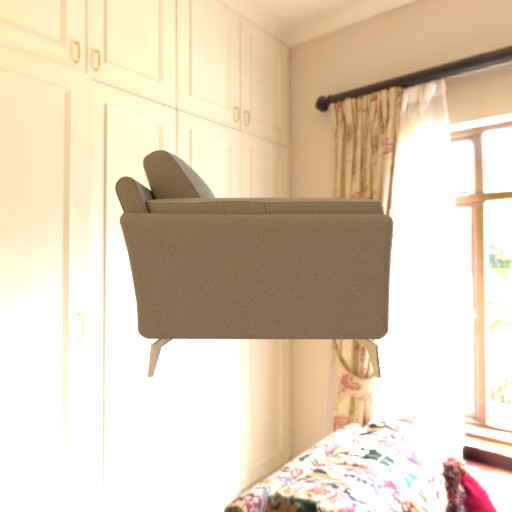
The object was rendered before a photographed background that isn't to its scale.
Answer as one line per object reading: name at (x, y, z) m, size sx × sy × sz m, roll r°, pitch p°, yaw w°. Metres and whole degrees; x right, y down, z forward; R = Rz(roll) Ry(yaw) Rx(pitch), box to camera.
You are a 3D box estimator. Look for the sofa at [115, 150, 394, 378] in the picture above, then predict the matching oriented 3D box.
sofa at (0.000, 0.000, 2.654) m, size 1.049 × 0.930 × 2.101 m, roll 0°, pitch -1°, yaw 1°
